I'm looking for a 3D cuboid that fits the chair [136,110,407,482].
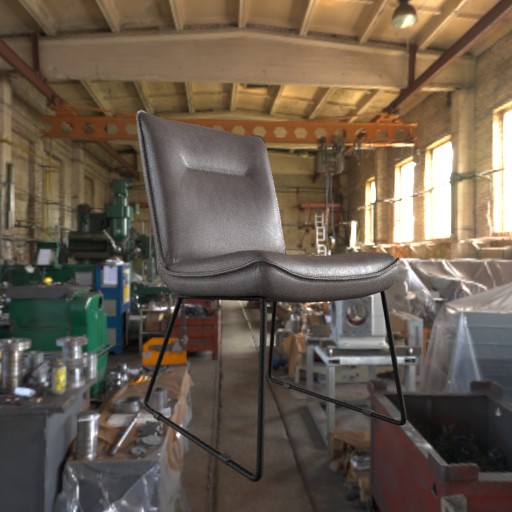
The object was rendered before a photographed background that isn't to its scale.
[{"bbox_3d":[0.000,0.000,1.313,0.515,0.932,0.688,0,0,-37],"label":"chair"}]
